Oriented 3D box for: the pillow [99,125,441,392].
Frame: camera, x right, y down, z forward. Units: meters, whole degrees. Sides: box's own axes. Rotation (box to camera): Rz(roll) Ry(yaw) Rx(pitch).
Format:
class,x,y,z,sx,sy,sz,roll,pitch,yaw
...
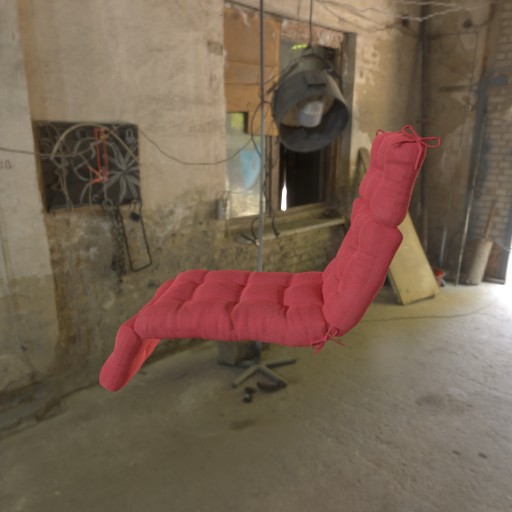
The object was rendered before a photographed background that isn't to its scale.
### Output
class,x,y,z,sx,sy,sz,roll,pitch,yaw
pillow,0.000,0.000,1.530,1.016,0.863,0.526,2,16,8
